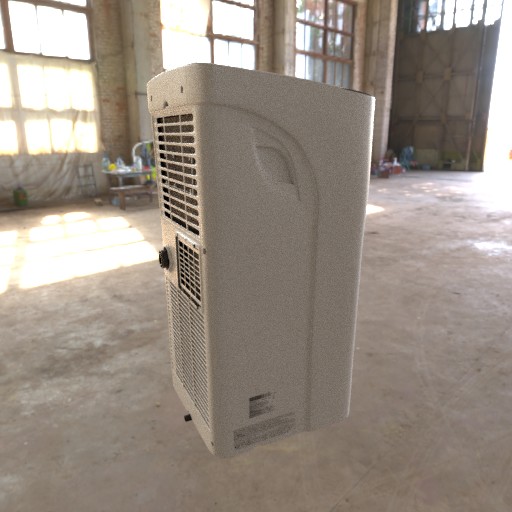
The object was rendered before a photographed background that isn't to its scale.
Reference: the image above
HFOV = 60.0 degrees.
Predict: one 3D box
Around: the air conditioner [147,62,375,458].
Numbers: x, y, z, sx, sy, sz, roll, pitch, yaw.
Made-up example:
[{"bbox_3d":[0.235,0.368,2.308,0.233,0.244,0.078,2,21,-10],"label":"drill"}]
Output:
[{"bbox_3d":[0.000,0.000,0.940,0.369,0.716,0.352,-7,17,-25],"label":"air conditioner"}]
